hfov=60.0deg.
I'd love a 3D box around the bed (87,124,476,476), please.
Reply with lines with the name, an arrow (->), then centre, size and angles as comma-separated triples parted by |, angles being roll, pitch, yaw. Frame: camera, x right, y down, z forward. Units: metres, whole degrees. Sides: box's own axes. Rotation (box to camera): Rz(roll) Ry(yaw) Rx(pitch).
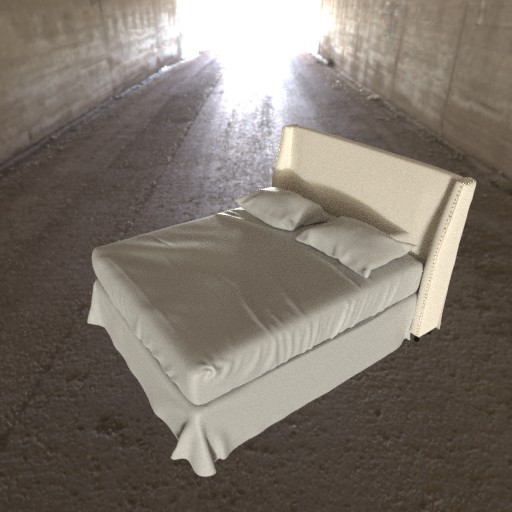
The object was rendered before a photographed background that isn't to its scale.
bed -> 0.000, 0.000, 3.355 | 2.276, 1.332, 1.925 | -20, 36, -30
